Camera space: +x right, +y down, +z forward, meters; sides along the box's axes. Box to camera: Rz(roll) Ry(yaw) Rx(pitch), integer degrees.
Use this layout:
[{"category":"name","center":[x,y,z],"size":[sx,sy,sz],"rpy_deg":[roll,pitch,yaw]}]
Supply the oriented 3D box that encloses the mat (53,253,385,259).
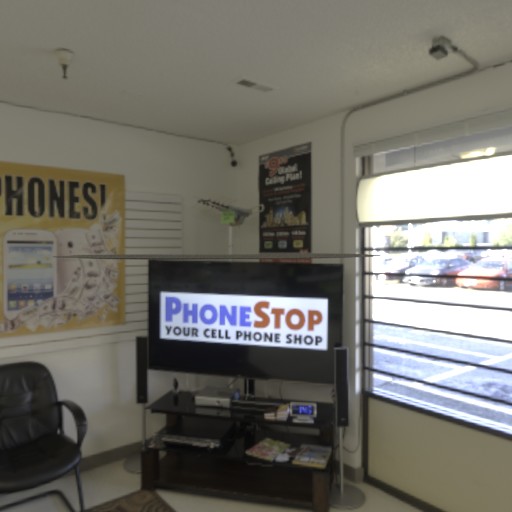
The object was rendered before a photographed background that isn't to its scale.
[{"category":"mat","center":[0.000,0.000,1.903],"size":[1.524,0.013,0.913],"rpy_deg":[-1,1,-36]}]
